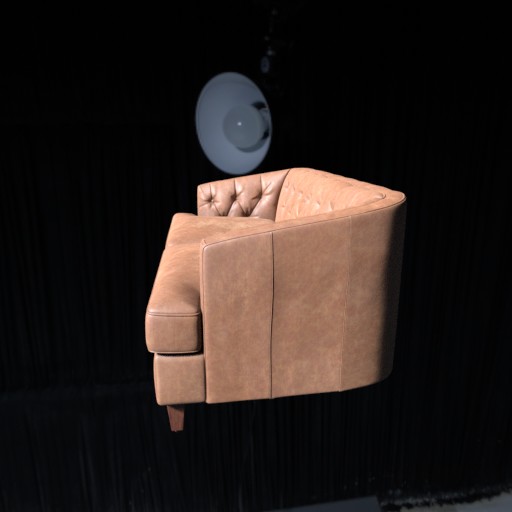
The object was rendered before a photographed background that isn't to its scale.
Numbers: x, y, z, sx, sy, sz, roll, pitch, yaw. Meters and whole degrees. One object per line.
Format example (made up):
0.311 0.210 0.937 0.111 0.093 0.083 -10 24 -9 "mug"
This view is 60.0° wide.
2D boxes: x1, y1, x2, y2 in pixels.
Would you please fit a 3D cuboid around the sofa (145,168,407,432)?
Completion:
0.000 0.000 2.237 0.914 0.786 1.755 -2 15 -7 "sofa"
